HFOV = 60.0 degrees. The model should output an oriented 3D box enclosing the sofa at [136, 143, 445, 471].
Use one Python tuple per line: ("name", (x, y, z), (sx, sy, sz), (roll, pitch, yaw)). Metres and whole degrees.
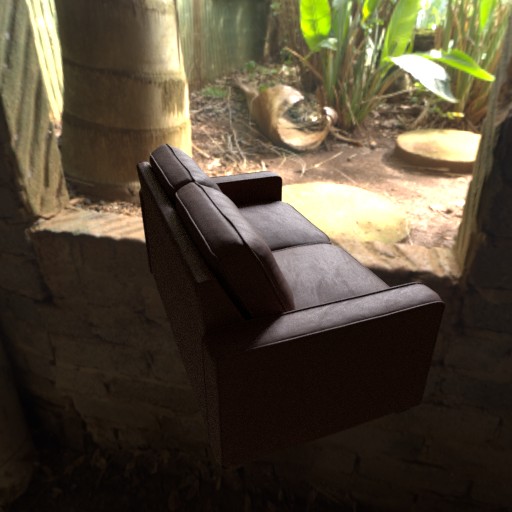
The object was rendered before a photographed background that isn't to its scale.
("sofa", (0.000, 0.000, 2.293), (0.947, 0.918, 1.709), (-11, 31, -18))
